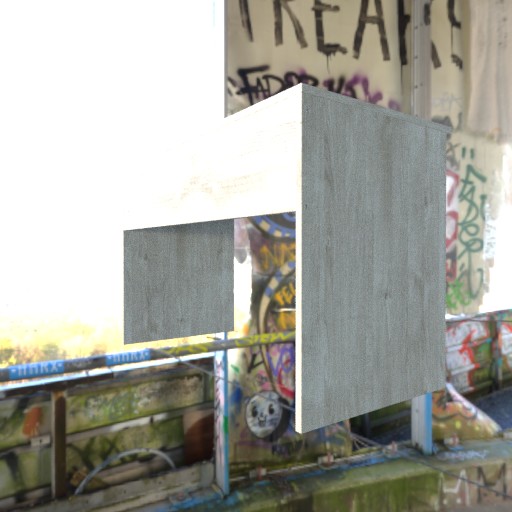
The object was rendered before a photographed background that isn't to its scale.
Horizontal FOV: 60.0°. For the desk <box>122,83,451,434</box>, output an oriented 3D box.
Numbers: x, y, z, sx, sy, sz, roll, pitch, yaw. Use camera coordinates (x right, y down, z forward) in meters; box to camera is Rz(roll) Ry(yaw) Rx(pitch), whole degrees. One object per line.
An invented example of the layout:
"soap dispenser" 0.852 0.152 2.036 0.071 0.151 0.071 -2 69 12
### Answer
"desk" 0.000 0.000 1.530 0.560 0.730 1.100 0 1 -36
